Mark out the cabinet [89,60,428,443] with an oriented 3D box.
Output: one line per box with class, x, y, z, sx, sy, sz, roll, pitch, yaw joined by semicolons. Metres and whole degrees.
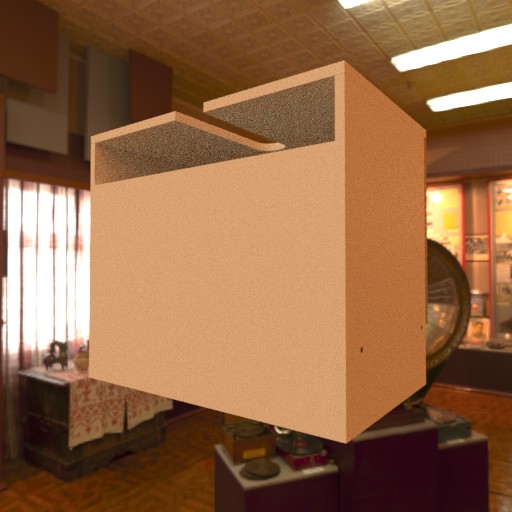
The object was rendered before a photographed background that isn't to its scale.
cabinet;0.000;0.000;0.942;0.600;0.522;0.400;-1;-2;37
